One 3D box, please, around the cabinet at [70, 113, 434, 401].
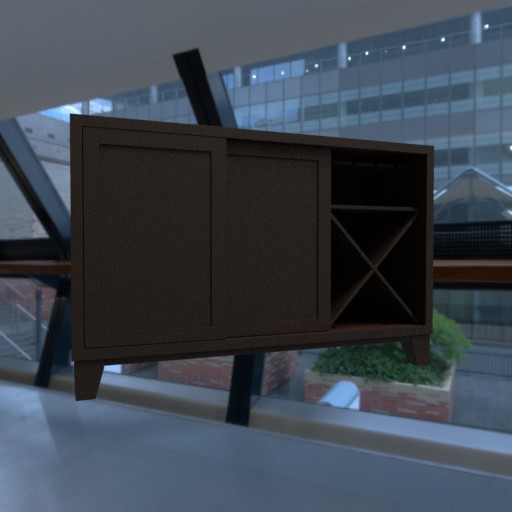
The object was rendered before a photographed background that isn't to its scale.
[{"bbox_3d":[0.000,0.000,1.851,1.396,0.914,0.482,0,1,-19],"label":"cabinet"}]
